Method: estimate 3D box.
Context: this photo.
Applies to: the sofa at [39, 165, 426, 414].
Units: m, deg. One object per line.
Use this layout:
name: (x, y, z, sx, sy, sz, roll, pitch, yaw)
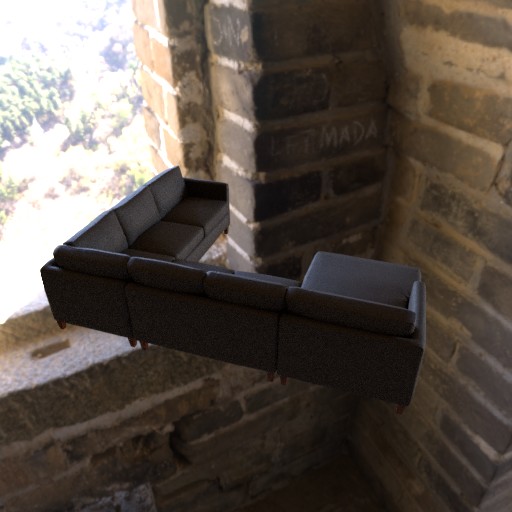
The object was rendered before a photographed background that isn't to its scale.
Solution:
sofa: (0.000, 0.000, 4.821, 3.460, 0.961, 2.594, 10, 32, 16)
